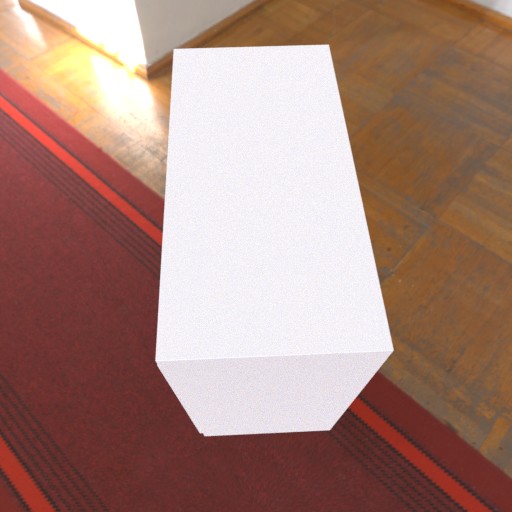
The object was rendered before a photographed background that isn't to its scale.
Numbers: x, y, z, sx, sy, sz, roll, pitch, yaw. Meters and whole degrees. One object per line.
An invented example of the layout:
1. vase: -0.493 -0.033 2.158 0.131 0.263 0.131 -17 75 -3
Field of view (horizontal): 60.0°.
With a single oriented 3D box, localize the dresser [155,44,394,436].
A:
1. dresser: 0.000 0.000 1.259 0.420 0.740 0.830 -2 59 -1
